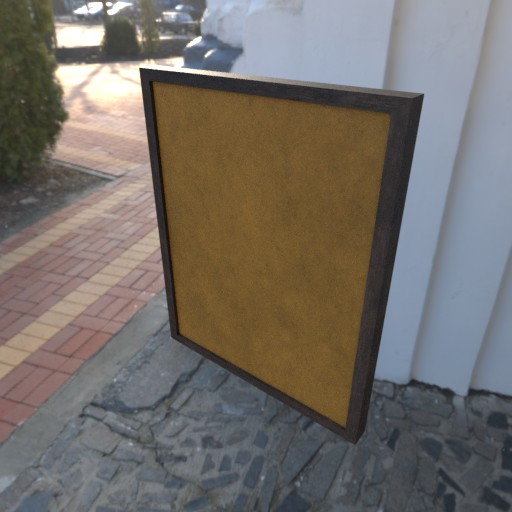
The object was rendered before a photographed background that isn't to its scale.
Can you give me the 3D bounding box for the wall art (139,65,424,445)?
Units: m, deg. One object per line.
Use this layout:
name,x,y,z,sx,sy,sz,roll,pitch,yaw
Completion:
wall art,0.000,0.000,0.540,0.329,0.406,0.027,21,35,32
